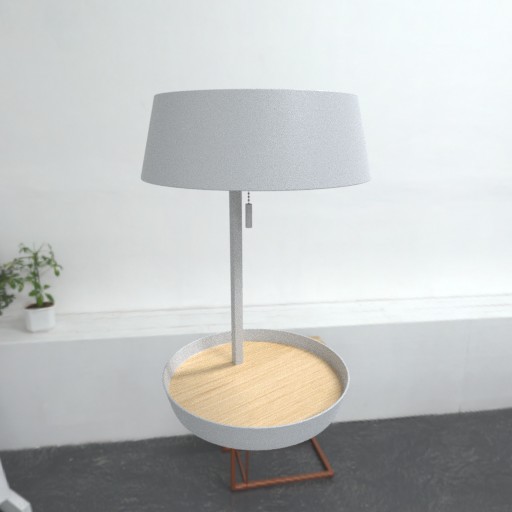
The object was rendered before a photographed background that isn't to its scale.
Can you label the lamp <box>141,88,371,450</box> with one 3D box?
[{"bbox_3d":[0.000,0.000,0.606,0.291,0.429,0.291,0,16,0],"label":"lamp"}]
